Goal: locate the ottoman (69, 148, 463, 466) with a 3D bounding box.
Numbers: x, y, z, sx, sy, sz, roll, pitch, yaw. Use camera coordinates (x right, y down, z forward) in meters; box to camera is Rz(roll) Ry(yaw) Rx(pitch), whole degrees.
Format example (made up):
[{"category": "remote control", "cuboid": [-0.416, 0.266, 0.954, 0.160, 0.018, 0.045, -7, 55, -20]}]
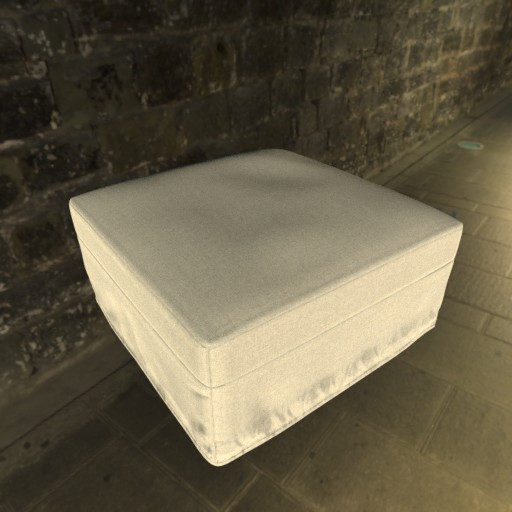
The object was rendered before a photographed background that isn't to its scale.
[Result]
[{"category": "ottoman", "cuboid": [0.000, 0.000, 1.358, 0.843, 0.436, 0.840, -21, 37, -31]}]
